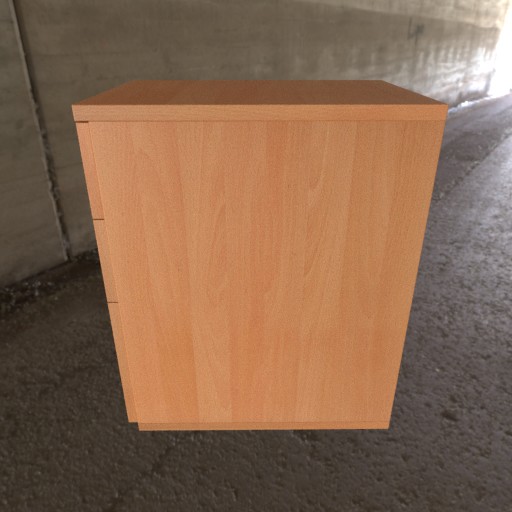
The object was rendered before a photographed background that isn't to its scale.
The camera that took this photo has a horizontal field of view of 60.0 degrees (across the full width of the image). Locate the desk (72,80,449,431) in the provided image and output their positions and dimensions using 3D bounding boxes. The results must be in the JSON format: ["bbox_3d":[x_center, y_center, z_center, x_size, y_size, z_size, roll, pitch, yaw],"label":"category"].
[{"bbox_3d":[0.000,0.000,1.034,0.600,0.730,0.404,0,27,0],"label":"desk"}]
